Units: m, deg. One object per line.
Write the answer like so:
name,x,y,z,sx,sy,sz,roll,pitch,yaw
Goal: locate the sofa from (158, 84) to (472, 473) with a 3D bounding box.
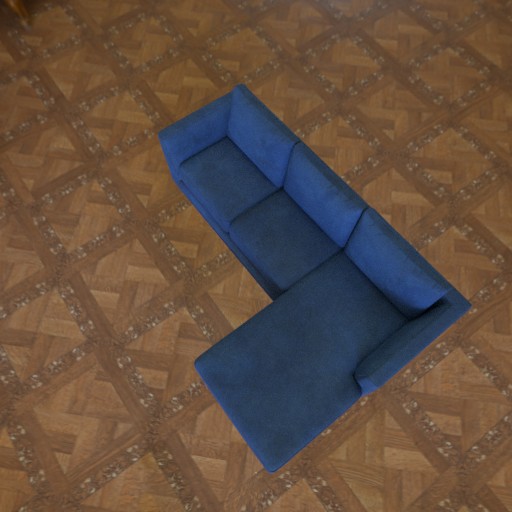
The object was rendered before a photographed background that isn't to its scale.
sofa,0.000,0.000,3.244,1.622,0.987,2.438,-35,69,-16
